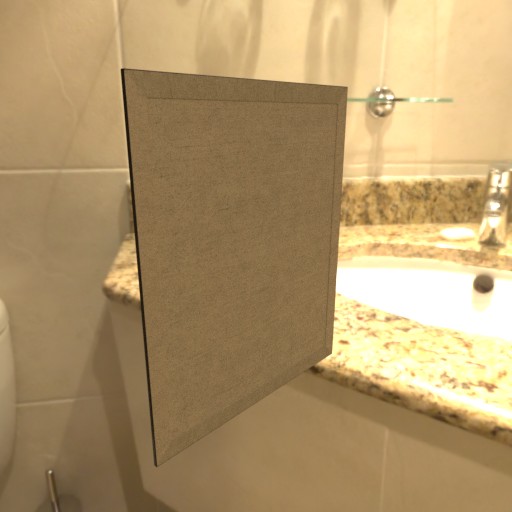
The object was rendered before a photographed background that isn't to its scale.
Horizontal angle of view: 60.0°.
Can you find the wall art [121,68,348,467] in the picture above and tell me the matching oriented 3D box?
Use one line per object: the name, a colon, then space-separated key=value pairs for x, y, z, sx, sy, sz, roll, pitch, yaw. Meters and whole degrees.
wall art: x=0.000 y=0.000 z=0.619 sx=0.023 sy=0.457 sz=0.381 roll=16 pitch=24 yaw=41
